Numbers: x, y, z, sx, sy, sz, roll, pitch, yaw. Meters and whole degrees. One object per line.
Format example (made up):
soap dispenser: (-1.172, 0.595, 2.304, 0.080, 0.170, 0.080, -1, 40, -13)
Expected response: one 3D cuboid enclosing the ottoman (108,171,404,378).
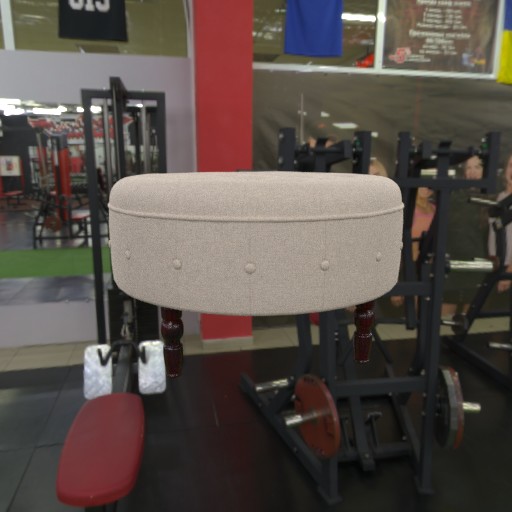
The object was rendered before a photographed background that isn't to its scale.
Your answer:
ottoman: (0.000, 0.000, 1.369, 0.848, 0.494, 0.848, 0, 12, 0)
